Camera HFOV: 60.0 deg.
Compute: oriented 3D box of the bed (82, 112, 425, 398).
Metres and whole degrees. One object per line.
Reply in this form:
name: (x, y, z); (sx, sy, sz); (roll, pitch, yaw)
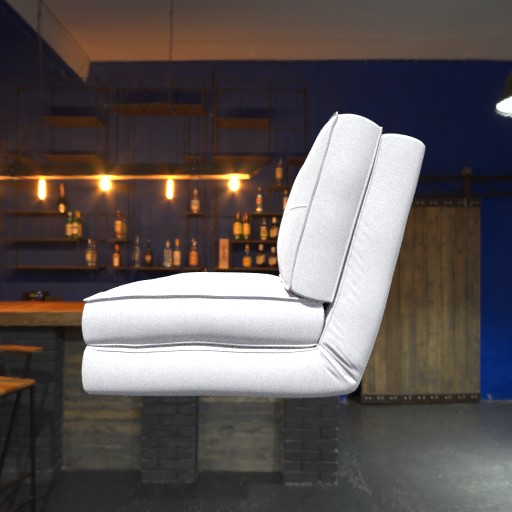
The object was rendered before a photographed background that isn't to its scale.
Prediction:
bed: (0.000, 0.000, 1.322); (0.749, 0.614, 0.799); (0, 0, 2)
